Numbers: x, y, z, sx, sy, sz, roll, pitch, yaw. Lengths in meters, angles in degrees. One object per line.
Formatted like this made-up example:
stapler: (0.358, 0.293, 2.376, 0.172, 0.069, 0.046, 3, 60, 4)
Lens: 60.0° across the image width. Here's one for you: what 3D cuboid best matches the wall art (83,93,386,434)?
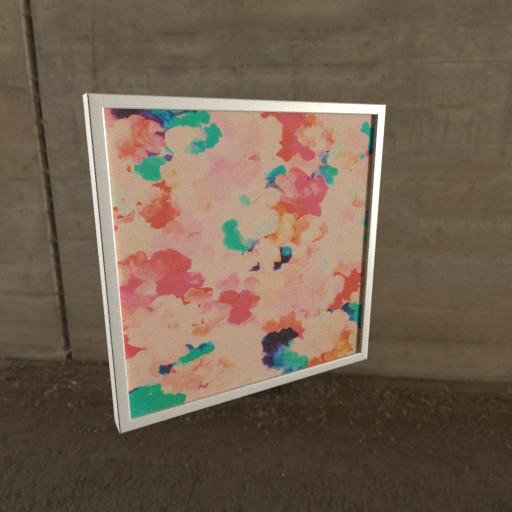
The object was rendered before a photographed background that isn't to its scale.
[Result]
wall art: (0.000, 0.000, 0.761, 0.506, 0.505, 0.038, -8, 18, -27)
